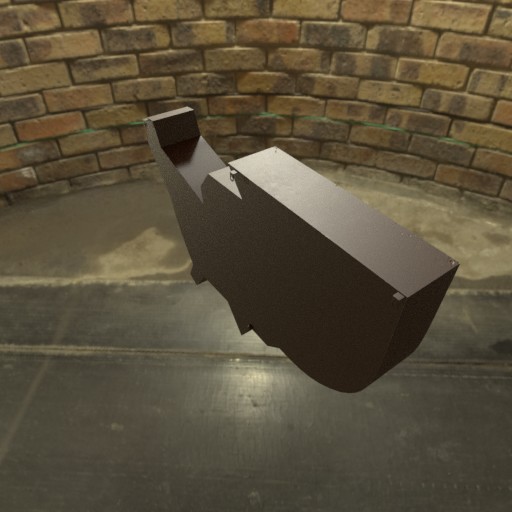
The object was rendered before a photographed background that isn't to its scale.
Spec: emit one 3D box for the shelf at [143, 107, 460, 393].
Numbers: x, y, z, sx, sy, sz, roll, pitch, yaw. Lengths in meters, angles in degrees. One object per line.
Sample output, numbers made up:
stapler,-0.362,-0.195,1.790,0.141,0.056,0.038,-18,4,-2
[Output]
shelf,0.000,0.000,0.903,0.112,0.439,0.729,-26,47,-26
